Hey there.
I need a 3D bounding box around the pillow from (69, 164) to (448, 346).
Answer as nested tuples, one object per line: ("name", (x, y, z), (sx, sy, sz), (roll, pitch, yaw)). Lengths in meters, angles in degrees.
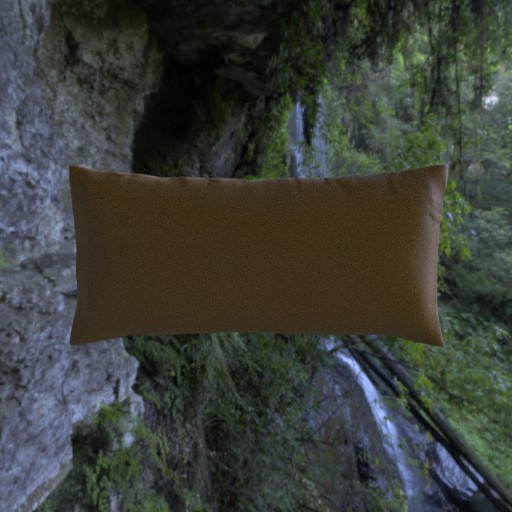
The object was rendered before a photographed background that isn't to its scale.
("pillow", (0.000, 0.000, 0.715), (0.608, 0.291, 0.151), (0, 1, 1))
